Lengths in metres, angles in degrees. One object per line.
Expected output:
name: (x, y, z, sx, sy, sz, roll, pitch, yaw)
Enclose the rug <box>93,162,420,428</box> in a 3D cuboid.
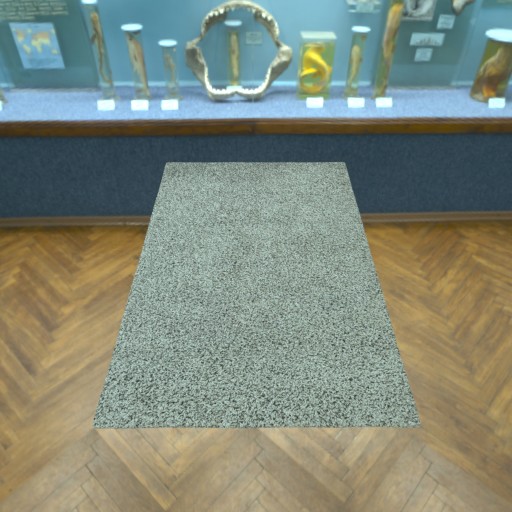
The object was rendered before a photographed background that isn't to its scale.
rug: (0.000, 0.000, 3.400, 1.778, 0.030, 2.743, 0, 42, 0)
